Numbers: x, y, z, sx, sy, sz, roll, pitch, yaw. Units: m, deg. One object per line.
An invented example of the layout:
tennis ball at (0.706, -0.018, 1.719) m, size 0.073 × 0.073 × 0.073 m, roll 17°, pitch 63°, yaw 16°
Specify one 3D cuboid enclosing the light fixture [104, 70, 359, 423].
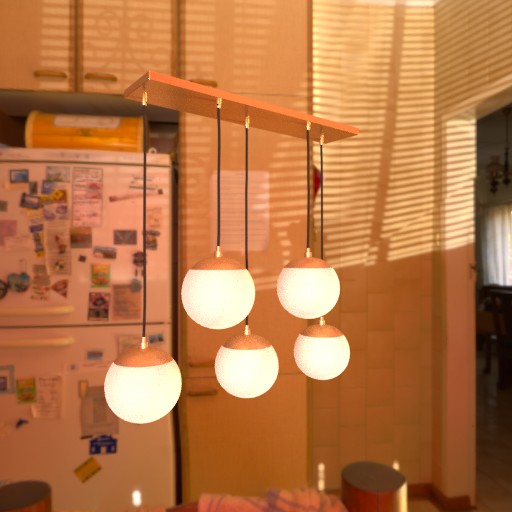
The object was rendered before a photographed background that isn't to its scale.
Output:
light fixture at (0.000, 0.000, 1.332) m, size 0.863 × 0.869 × 0.299 m, roll 0°, pitch 0°, yaw -38°
